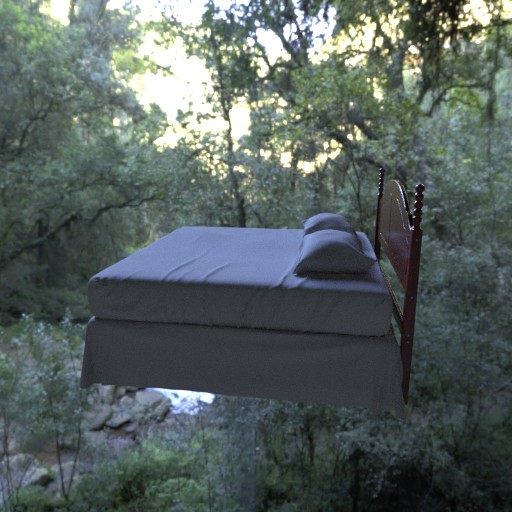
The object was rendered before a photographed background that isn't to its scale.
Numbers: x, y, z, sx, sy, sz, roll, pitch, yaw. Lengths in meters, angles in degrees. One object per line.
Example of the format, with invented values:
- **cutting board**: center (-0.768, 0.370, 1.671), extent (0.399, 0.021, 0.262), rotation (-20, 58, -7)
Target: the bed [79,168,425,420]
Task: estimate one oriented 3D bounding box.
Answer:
- **bed**: center (0.000, 0.000, 3.660), extent (2.219, 1.355, 2.322), rotation (2, 14, 9)
